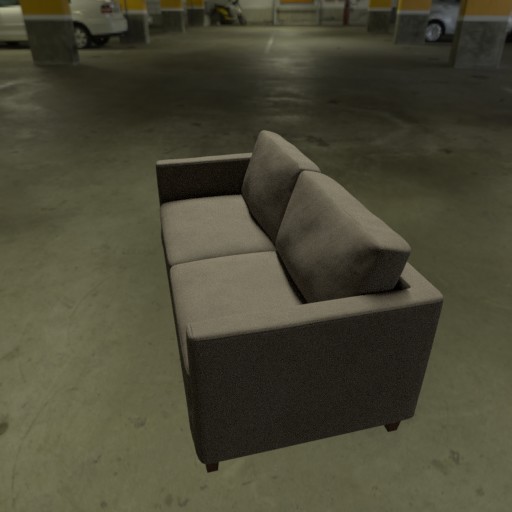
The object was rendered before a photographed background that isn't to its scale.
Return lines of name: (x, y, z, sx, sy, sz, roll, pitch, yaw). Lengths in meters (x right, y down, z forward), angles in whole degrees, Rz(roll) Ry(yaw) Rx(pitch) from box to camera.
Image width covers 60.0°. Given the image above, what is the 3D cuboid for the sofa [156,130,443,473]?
sofa: (0.000, 0.000, 2.391, 0.950, 0.963, 1.884, -7, 31, -12)
